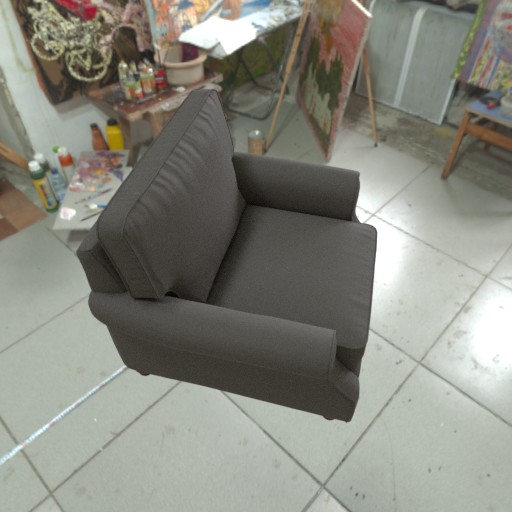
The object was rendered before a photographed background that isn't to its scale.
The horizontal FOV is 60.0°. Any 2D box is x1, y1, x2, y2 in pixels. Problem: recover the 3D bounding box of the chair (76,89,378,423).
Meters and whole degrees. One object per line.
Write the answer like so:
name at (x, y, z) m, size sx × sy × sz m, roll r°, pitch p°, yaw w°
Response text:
chair at (0.000, 0.000, 1.775) m, size 0.966 × 0.967 × 1.029 m, roll 10°, pitch 48°, yaw 10°
